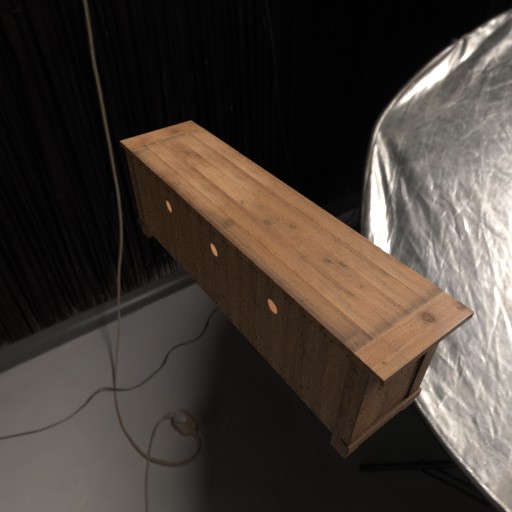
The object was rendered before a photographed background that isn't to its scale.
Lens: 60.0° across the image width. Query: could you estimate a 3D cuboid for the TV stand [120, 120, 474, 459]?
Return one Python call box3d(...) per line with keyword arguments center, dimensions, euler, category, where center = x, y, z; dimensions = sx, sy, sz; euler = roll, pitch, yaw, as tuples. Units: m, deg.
box3d(center=(0.000, 0.000, 2.064), dimensions=(0.453, 0.573, 1.804), euler=(-26, 47, -27), category="TV stand")
